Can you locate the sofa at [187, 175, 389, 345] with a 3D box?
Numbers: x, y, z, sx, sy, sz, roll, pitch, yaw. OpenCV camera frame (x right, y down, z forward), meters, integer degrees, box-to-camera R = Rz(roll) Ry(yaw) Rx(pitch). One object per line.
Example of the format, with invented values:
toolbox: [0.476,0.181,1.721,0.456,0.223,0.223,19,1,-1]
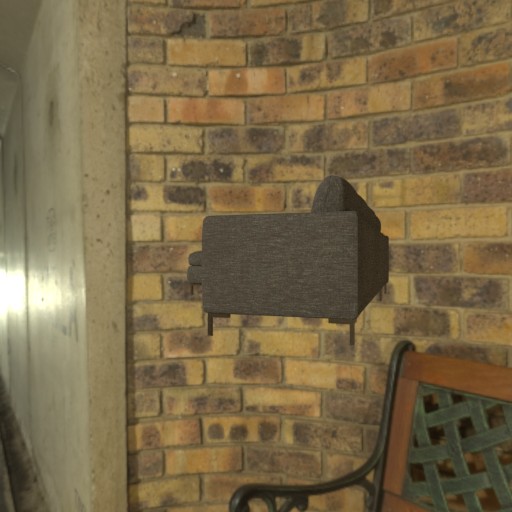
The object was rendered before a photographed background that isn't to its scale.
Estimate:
sofa: [0.000,0.000,3.710,2.007,0.815,2.949,0,0,19]
